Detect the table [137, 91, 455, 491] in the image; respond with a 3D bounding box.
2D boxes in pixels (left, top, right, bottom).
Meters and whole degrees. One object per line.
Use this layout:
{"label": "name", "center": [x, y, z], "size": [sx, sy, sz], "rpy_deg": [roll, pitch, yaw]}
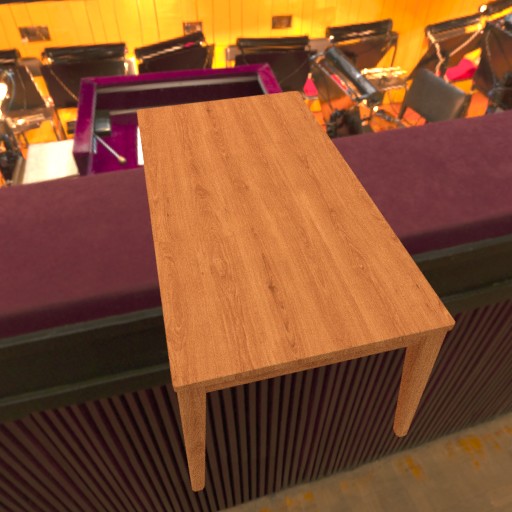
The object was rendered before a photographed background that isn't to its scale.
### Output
{"label": "table", "center": [0.000, 0.000, 2.032], "size": [0.900, 0.760, 1.600], "rpy_deg": [-10, 47, -10]}
